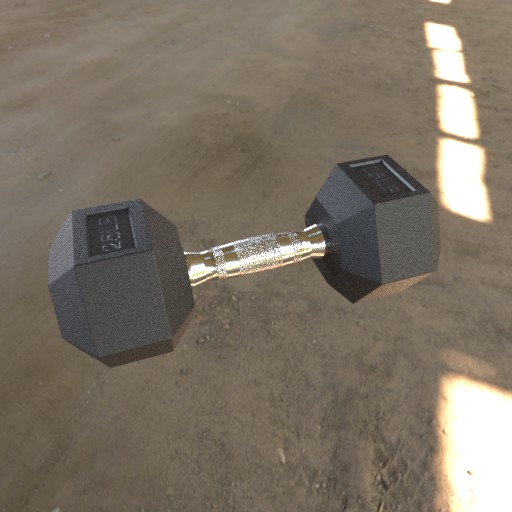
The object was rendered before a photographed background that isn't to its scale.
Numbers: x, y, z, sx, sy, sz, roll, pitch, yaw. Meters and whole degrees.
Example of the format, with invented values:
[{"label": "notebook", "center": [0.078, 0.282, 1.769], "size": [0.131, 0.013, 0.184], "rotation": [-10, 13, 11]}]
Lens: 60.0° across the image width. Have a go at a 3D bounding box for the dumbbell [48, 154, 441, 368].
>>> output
[{"label": "dumbbell", "center": [0.000, 0.000, 0.378], "size": [0.315, 0.113, 0.129], "rotation": [-13, 43, -14]}]
